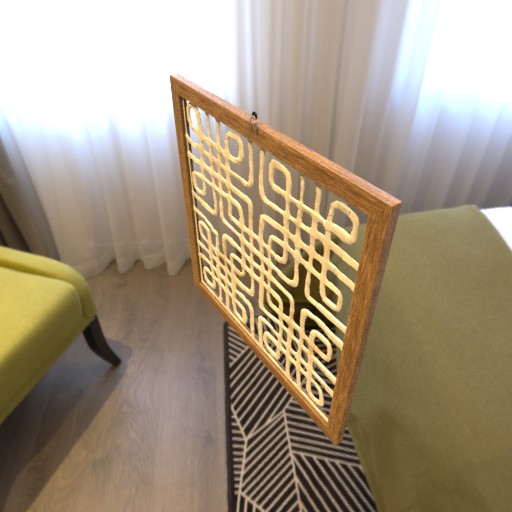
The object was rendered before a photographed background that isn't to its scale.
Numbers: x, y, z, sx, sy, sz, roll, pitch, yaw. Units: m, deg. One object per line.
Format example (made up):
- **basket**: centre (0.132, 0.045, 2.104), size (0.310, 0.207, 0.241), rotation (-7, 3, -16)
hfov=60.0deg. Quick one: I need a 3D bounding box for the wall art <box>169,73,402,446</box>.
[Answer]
- **wall art**: centre (0.000, 0.000, 0.859), size (0.021, 0.582, 0.561), rotation (-25, 46, -26)
